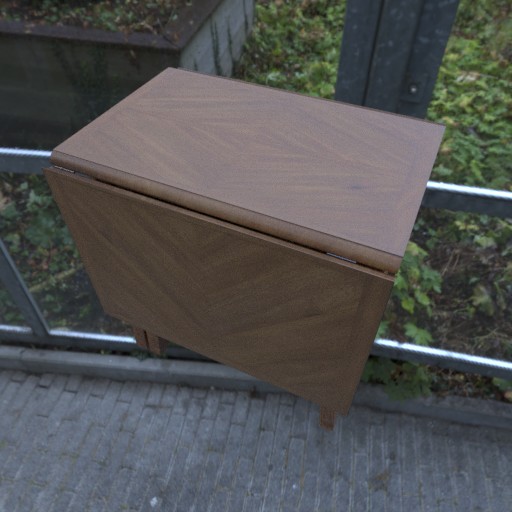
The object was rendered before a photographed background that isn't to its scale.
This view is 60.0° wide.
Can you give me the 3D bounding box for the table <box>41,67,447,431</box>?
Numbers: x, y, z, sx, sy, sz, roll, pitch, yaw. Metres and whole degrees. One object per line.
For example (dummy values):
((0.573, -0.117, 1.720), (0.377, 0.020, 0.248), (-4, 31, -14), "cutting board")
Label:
((0.000, 0.000, 1.624), (0.967, 0.981, 0.701), (19, 49, 17), "table")
